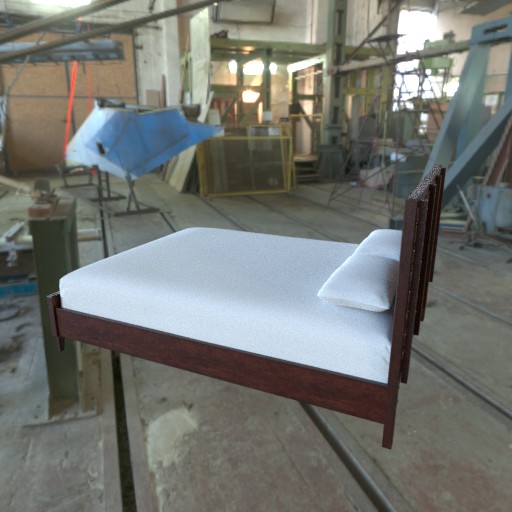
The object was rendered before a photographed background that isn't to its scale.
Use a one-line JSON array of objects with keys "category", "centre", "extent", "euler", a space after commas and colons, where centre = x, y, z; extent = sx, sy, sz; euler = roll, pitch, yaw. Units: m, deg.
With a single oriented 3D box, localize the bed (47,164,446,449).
[{"category": "bed", "centre": [0.000, 0.000, 3.838], "extent": [2.803, 1.492, 2.040], "euler": [8, 18, 24]}]
